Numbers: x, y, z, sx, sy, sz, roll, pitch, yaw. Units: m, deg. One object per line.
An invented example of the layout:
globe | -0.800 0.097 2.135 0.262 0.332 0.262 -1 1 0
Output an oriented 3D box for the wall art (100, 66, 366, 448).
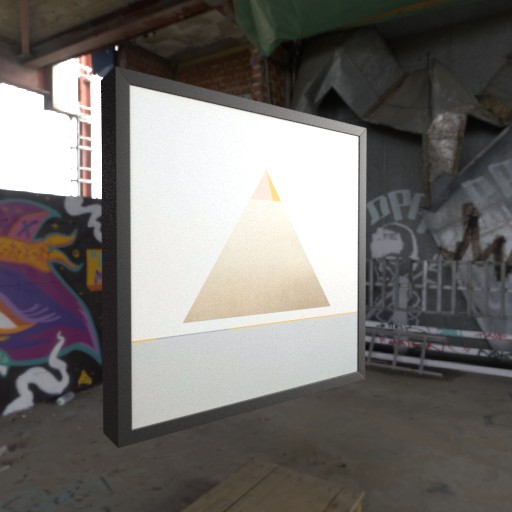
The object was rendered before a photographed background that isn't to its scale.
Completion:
wall art | 0.000 0.000 0.457 0.304 0.303 0.037 -1 2 -37
